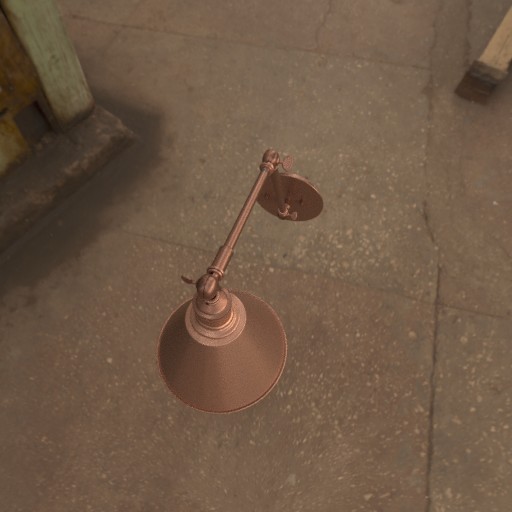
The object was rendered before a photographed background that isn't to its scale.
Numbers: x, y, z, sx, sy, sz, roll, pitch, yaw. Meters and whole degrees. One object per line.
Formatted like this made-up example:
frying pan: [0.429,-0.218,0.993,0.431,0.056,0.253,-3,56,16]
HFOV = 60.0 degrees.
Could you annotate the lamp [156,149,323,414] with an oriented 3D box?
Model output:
lamp: [0.000,0.000,0.874,0.223,0.502,0.624,15,60,9]
